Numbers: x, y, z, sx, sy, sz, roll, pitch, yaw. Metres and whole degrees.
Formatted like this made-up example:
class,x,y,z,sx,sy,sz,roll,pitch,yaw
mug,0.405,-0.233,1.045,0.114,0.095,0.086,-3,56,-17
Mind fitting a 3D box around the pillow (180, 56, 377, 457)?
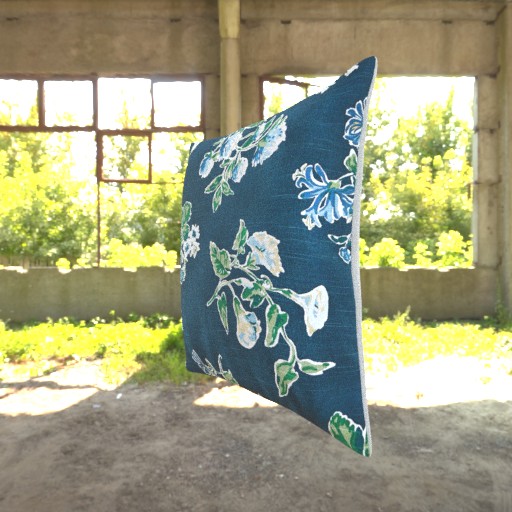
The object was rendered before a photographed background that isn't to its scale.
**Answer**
class,x,y,z,sx,sy,sz,roll,pitch,yaw
pillow,0.000,0.000,0.774,0.166,0.508,0.525,0,0,-34
